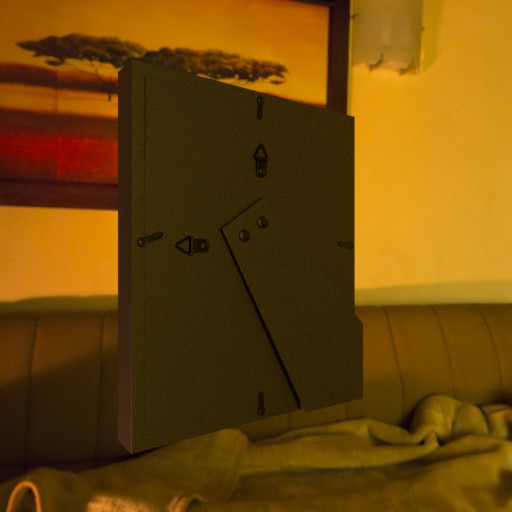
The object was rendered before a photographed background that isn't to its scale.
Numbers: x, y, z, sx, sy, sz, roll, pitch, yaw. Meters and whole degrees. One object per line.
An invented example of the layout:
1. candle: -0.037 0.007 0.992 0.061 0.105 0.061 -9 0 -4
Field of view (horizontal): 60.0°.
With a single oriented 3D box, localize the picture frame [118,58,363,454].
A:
1. picture frame: 0.000 0.000 0.393 0.232 0.284 0.042 0 0 -35
